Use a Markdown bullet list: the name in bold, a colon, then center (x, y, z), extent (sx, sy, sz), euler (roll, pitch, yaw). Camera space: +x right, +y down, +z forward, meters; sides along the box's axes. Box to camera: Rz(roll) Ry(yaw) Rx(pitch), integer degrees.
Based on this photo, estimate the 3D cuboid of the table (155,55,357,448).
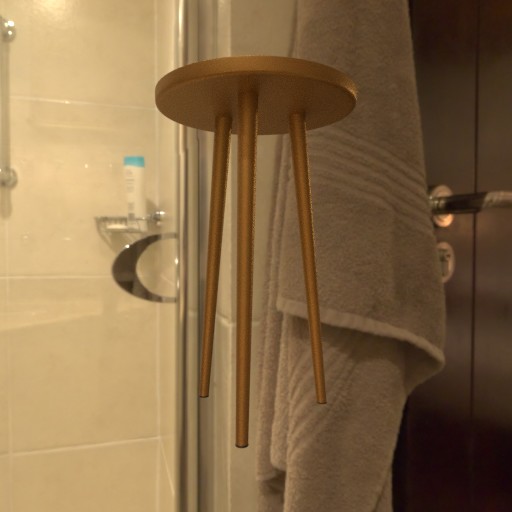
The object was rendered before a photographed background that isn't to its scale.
- **table**: center (0.000, 0.000, 0.677), extent (0.299, 0.480, 0.299), euler (1, 1, 36)
